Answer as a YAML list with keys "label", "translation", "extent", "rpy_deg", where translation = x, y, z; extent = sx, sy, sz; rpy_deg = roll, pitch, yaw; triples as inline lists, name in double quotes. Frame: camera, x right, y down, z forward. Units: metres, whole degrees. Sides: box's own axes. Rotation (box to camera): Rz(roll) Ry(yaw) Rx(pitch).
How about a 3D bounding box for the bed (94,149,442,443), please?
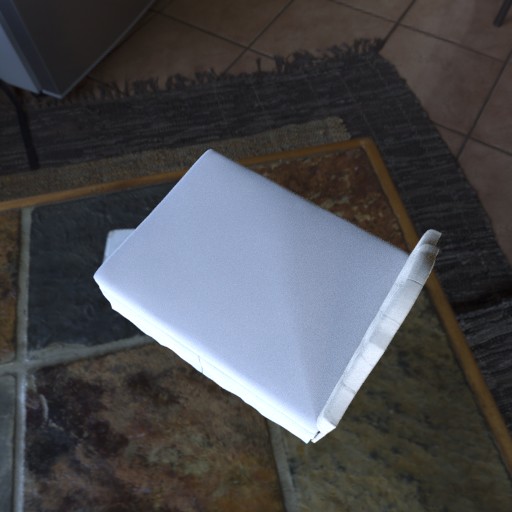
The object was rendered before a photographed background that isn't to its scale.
- label: "bed"
  translation: [0.000, 0.000, 3.262]
  extent: [2.092, 1.575, 1.627]
  rpy_deg: [31, 67, 15]
